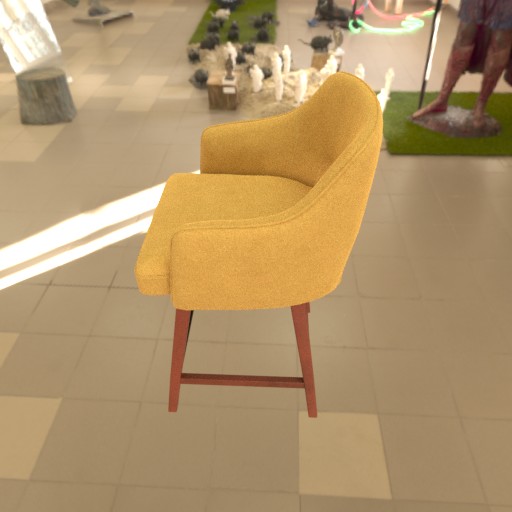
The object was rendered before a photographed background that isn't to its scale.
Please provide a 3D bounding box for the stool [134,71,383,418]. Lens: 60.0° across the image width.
[{"bbox_3d":[0.000,0.000,1.267,0.558,0.924,0.548,2,41,2],"label":"stool"}]
